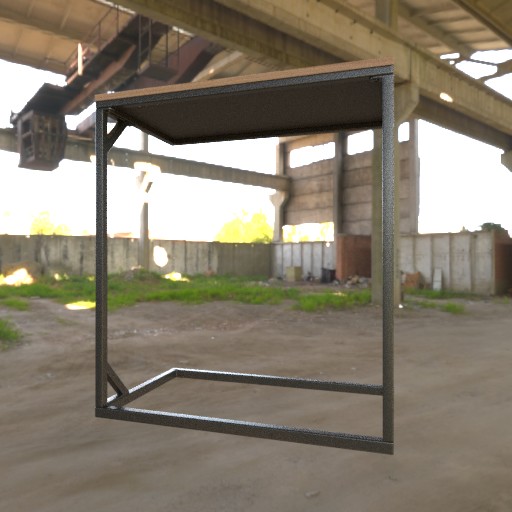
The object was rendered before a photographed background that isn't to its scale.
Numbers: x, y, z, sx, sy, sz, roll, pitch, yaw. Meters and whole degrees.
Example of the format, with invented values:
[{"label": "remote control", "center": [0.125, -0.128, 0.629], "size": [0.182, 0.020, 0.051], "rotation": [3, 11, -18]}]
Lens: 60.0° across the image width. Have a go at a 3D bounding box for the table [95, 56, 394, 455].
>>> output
[{"label": "table", "center": [0.000, 0.000, 1.003], "size": [0.597, 0.673, 0.351], "rotation": [0, 0, 17]}]
